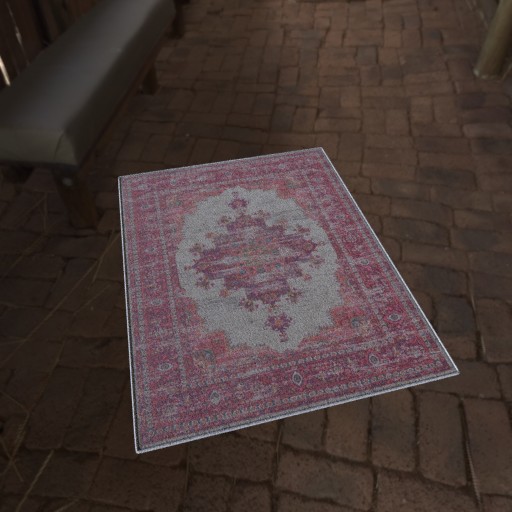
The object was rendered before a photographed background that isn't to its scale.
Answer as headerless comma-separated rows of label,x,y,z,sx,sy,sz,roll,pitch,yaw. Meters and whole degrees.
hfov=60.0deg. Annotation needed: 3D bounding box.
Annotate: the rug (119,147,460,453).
rug,0.000,0.000,4.207,2.447,0.017,3.123,-10,48,-9
